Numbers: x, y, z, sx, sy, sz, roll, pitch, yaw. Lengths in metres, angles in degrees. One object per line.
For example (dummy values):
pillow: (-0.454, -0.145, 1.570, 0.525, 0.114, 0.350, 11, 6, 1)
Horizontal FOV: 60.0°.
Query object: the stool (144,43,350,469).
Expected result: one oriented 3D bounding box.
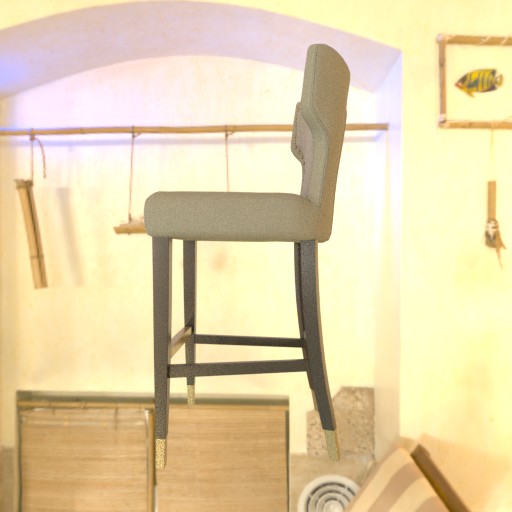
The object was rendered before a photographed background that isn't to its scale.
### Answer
stool: (0.000, 0.000, 1.369, 0.563, 1.092, 0.526, 0, 1, 1)
